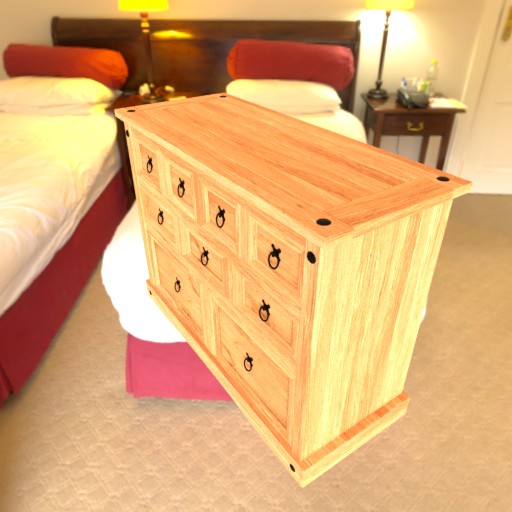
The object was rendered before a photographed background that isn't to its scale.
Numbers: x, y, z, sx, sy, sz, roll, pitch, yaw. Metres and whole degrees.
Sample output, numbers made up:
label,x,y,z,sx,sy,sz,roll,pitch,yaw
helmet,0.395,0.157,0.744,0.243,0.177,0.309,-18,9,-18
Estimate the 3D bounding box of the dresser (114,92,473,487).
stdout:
label,x,y,z,sx,sy,sz,roll,pitch,yaw
dresser,0.000,0.000,1.359,0.410,0.740,0.990,-20,38,-29
